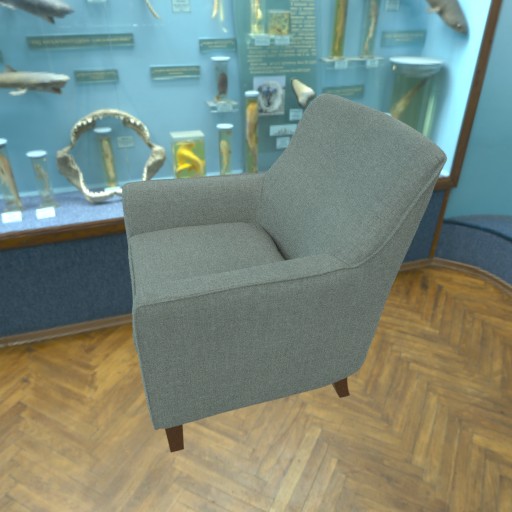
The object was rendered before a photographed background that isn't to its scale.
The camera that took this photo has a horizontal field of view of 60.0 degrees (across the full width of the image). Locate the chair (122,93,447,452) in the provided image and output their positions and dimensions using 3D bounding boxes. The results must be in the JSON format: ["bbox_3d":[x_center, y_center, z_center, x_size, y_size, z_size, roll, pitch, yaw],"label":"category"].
[{"bbox_3d":[0.000,0.000,1.743,0.993,1.047,0.887,-9,32,-14],"label":"chair"}]
